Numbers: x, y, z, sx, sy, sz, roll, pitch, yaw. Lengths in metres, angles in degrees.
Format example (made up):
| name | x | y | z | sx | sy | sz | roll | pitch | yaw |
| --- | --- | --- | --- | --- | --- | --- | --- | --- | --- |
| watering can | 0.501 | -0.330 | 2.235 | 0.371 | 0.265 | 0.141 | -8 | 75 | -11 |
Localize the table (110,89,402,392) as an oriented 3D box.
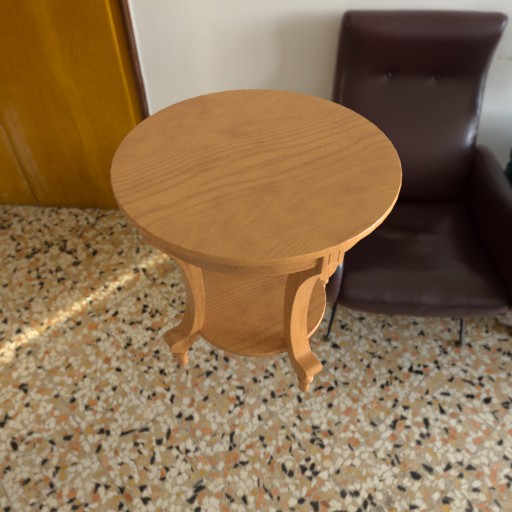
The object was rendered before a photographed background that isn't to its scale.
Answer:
| name | x | y | z | sx | sy | sz | roll | pitch | yaw |
| --- | --- | --- | --- | --- | --- | --- | --- | --- | --- |
| table | 0.000 | 0.000 | 1.149 | 0.597 | 0.612 | 0.597 | 0 | 47 | 0 |
